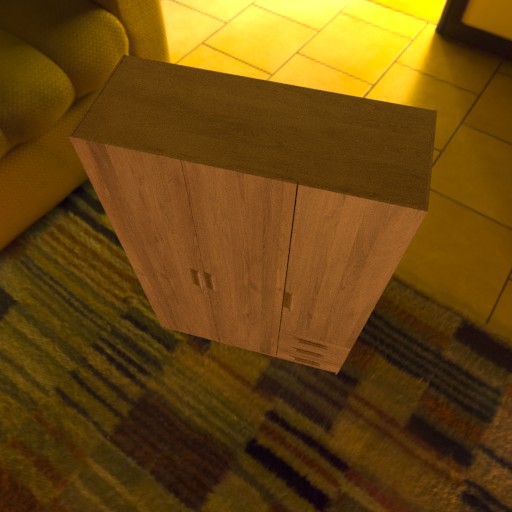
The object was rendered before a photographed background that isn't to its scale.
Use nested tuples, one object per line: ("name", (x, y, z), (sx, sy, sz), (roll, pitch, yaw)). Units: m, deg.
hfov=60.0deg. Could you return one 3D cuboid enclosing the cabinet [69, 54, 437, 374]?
("cabinet", (0.000, 0.000, 2.467), (1.290, 1.910, 0.510), (13, 60, 8))
